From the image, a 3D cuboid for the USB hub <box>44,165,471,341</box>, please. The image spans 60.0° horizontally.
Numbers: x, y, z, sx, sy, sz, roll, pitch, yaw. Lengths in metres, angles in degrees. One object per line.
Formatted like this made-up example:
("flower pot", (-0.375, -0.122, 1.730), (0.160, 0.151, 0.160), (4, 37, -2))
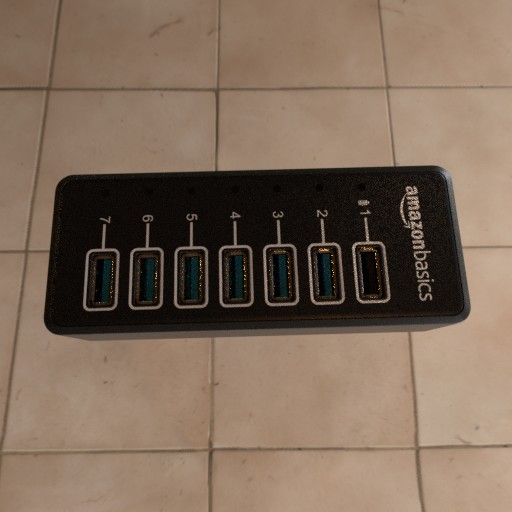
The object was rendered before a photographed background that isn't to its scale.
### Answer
("USB hub", (0.000, 0.000, 0.128), (0.110, 0.023, 0.044), (-2, 75, 0))
